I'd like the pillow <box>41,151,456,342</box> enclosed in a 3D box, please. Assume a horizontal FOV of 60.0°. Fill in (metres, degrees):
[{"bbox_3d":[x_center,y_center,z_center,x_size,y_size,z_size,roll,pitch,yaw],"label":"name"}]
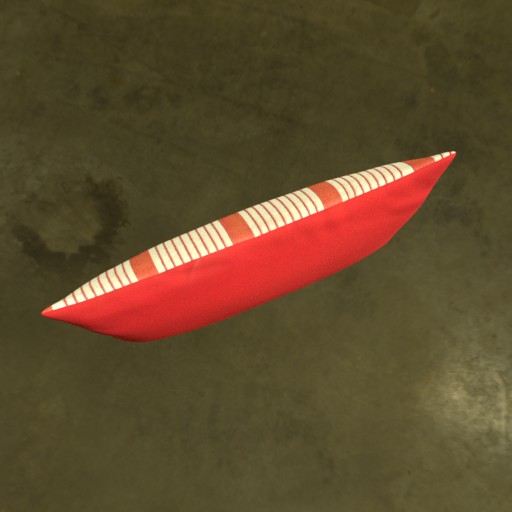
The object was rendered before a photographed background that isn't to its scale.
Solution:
[{"bbox_3d":[0.000,0.000,0.740,0.608,0.297,0.151,-22,76,-6],"label":"pillow"}]
